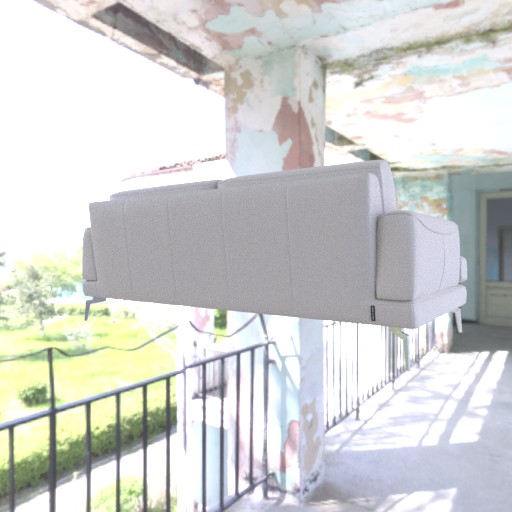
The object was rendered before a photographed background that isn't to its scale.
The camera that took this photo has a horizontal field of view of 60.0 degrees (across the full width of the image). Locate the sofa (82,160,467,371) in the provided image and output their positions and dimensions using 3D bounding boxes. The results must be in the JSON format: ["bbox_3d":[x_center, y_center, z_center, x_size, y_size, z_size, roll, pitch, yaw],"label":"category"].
[{"bbox_3d":[0.000,0.000,2.387,1.940,0.765,0.974,0,1,35],"label":"sofa"}]
